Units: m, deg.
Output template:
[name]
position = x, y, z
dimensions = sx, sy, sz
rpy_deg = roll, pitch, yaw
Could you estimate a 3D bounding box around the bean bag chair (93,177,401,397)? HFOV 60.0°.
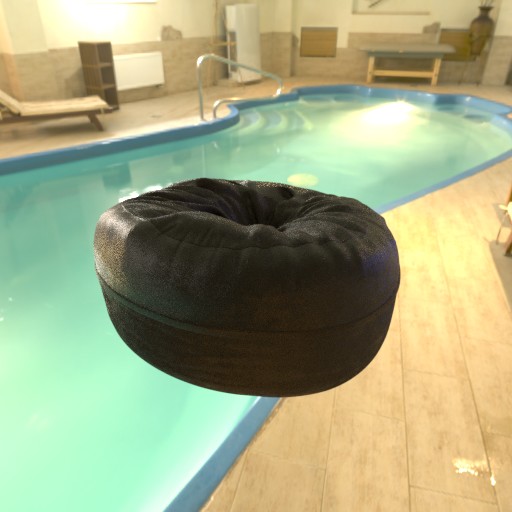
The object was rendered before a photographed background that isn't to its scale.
[bean bag chair]
position = 0.000, 0.000, 2.438
dimensions = 1.524, 0.878, 1.524
rpy_deg = 10, 32, 17
